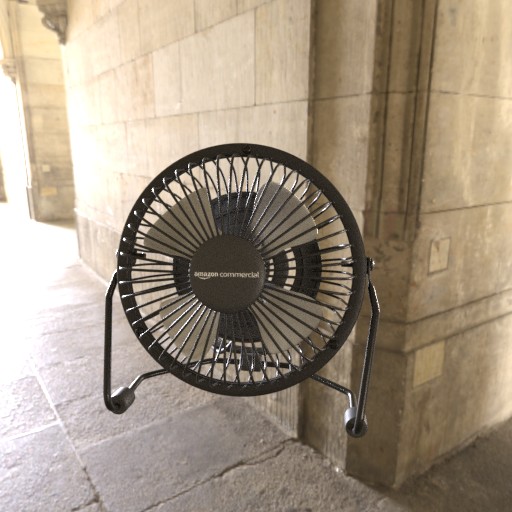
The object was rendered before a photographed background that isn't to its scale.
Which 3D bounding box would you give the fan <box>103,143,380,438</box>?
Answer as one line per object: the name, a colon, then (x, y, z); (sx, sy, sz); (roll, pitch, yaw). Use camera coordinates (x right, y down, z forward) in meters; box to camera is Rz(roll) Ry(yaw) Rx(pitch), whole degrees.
fan: (0.000, 0.000, 0.308); (0.153, 0.152, 0.202); (2, 14, 9)
